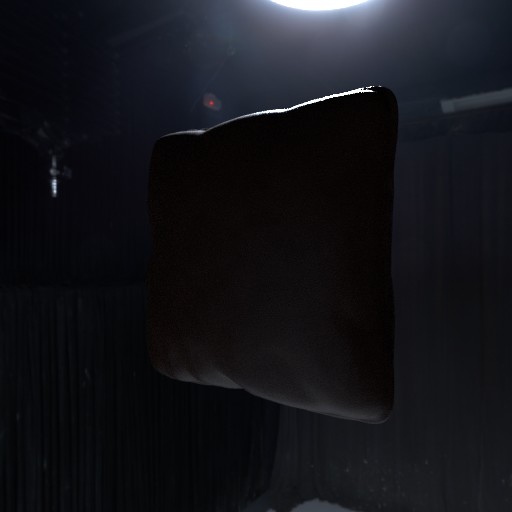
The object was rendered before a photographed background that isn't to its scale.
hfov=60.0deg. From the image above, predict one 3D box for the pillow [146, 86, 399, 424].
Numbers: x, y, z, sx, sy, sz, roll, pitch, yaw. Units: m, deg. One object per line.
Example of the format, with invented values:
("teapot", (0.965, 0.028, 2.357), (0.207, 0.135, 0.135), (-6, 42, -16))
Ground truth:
("pillow", (0.000, 0.000, 0.821), (0.532, 0.523, 0.236), (0, -1, 36))
